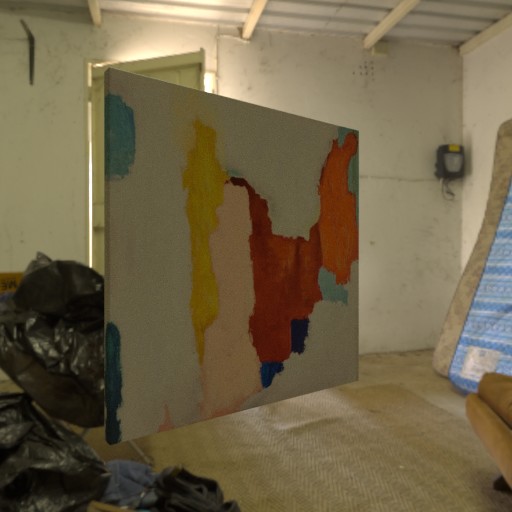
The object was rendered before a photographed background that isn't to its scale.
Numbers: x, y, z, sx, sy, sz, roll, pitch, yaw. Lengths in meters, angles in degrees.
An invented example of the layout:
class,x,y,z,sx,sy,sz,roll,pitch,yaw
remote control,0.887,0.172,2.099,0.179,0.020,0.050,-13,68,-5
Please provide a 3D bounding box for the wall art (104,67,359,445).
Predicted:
class,x,y,z,sx,sy,sz,roll,pitch,yaw
wall art,0.000,0.000,1.511,1.017,1.017,0.044,0,0,-37
